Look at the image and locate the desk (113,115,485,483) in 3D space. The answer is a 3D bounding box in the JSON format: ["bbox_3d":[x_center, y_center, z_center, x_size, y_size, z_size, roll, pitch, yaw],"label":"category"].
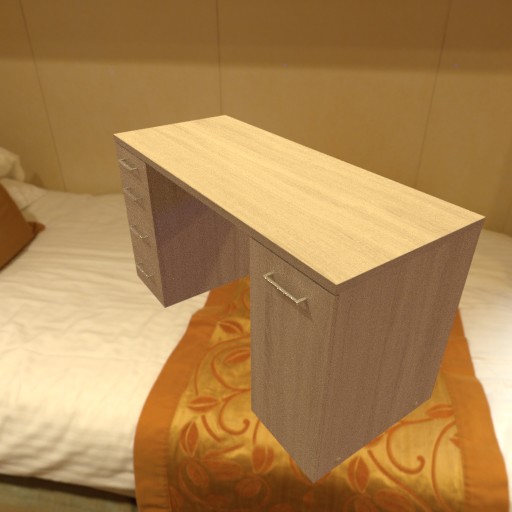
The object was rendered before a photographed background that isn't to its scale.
[{"bbox_3d":[0.000,0.000,1.770,0.600,0.740,1.390,-20,37,-29],"label":"desk"}]
